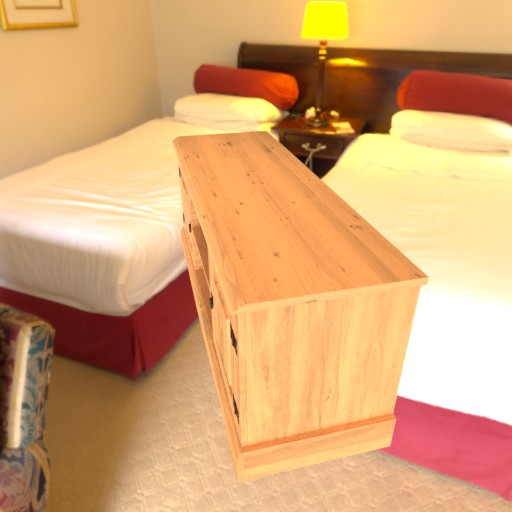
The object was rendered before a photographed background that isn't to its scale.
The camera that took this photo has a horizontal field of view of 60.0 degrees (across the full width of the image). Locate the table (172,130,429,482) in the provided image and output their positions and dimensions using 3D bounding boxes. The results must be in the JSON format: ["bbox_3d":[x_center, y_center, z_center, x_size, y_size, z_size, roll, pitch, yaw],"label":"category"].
[{"bbox_3d":[0.000,0.000,1.466,0.400,0.510,1.200,-7,30,-12],"label":"table"}]
